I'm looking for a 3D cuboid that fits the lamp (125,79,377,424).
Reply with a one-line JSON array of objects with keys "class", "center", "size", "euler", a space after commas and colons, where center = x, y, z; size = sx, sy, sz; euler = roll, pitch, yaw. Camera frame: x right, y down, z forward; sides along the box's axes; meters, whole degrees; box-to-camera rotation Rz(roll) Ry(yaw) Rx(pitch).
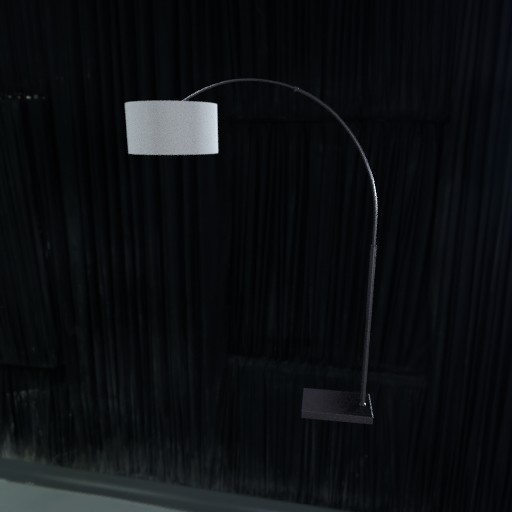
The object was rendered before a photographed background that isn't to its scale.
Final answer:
[{"class": "lamp", "center": [0.000, 0.000, 2.576], "size": [1.424, 1.927, 0.493], "euler": [2, 15, 8]}]
